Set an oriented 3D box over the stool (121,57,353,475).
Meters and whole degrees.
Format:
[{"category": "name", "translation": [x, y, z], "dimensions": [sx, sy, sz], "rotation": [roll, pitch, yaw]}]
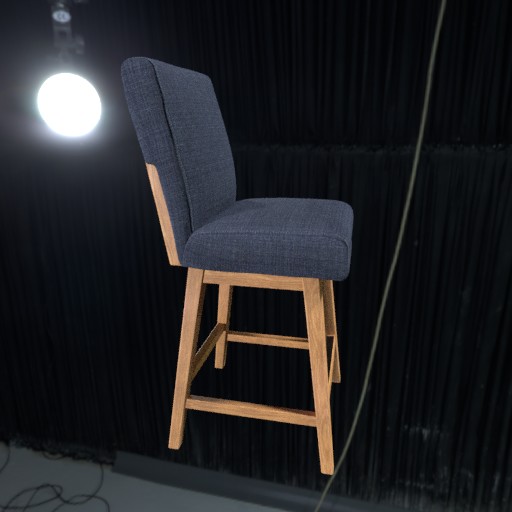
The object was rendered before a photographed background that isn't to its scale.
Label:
[{"category": "stool", "translation": [0.000, 0.000, 1.258], "dimensions": [0.526, 1.010, 0.459], "rotation": [4, 18, 12]}]
